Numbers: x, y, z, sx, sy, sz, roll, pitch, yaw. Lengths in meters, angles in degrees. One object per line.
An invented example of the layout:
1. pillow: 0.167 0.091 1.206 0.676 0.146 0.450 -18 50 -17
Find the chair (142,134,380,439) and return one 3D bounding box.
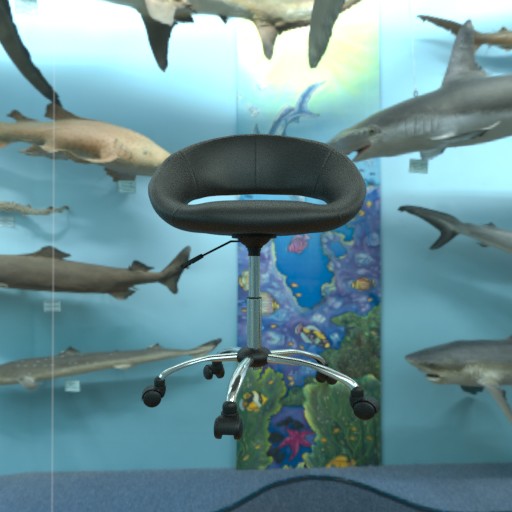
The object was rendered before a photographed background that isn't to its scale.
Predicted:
1. chair: 0.000 0.000 1.201 0.612 0.791 0.538 0 -1 0
